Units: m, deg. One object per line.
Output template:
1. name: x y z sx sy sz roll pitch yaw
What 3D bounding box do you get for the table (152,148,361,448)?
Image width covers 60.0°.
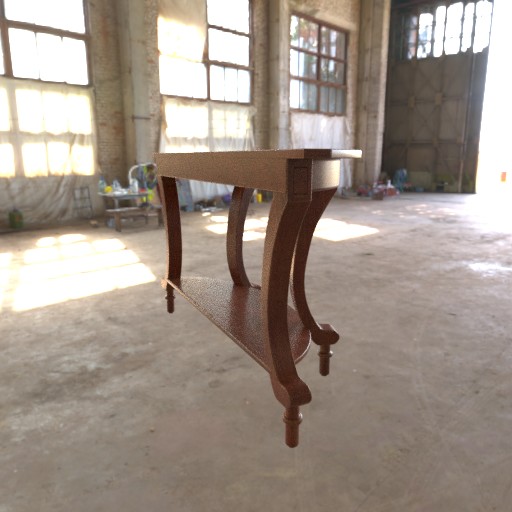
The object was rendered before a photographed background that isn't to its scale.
1. table: 0.000 0.000 1.529 0.394 0.699 1.198 -6 14 -26
